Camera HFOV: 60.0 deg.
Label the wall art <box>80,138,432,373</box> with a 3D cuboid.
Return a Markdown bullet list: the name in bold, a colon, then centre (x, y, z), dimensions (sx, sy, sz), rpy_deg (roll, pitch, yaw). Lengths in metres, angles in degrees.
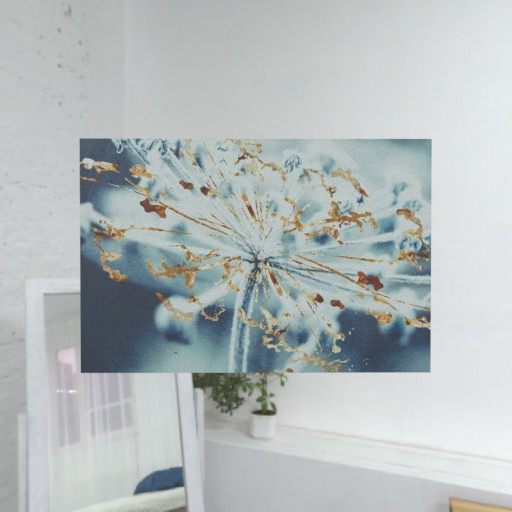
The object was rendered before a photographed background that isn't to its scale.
- **wall art**: centre (0.000, 0.000, 1.171), dimensions (0.912, 0.608, 0.038), rpy_deg (0, 1, 0)
